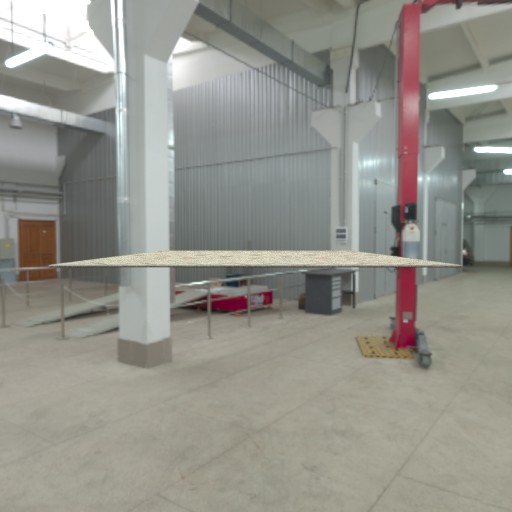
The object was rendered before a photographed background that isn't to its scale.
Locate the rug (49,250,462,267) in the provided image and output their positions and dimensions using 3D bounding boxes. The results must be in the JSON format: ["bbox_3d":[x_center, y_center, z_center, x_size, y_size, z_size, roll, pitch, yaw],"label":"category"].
[{"bbox_3d":[0.000,0.000,4.126,2.441,0.016,3.050,0,2,0],"label":"rug"}]
